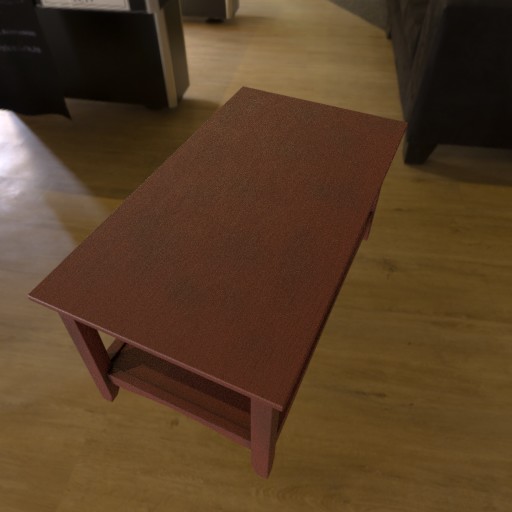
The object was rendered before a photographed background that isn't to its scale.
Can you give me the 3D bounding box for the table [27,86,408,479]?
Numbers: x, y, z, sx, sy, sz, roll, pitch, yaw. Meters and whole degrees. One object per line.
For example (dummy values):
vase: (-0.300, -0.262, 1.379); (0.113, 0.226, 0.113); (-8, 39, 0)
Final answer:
table: (0.000, 0.000, 1.230); (0.533, 0.456, 0.943); (19, 50, 17)
